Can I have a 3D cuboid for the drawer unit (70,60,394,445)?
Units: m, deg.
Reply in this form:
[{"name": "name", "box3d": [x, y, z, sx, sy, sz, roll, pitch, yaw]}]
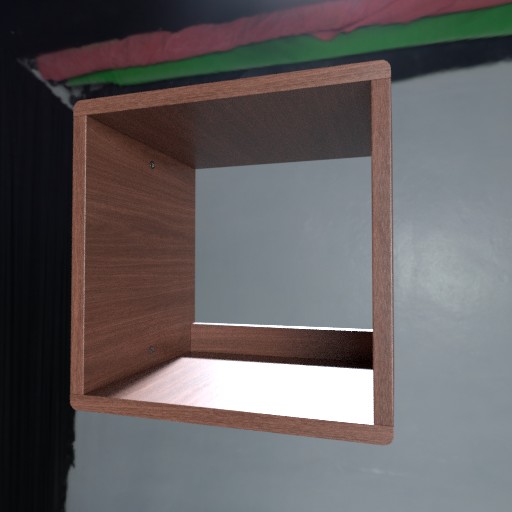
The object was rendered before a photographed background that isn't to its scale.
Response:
[{"name": "drawer unit", "box3d": [0.000, 0.000, 0.591, 0.349, 0.351, 0.290, 0, -2, 17]}]
